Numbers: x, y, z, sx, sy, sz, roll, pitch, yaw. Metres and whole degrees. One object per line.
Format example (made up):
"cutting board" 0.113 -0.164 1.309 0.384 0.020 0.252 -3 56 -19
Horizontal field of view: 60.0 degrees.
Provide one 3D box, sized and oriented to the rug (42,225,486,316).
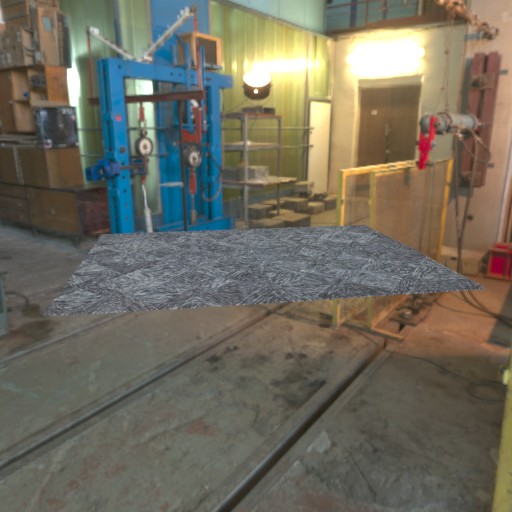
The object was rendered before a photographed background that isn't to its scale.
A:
"rug" 0.000 0.000 5.390 4.093 0.020 2.997 -3 16 -9
